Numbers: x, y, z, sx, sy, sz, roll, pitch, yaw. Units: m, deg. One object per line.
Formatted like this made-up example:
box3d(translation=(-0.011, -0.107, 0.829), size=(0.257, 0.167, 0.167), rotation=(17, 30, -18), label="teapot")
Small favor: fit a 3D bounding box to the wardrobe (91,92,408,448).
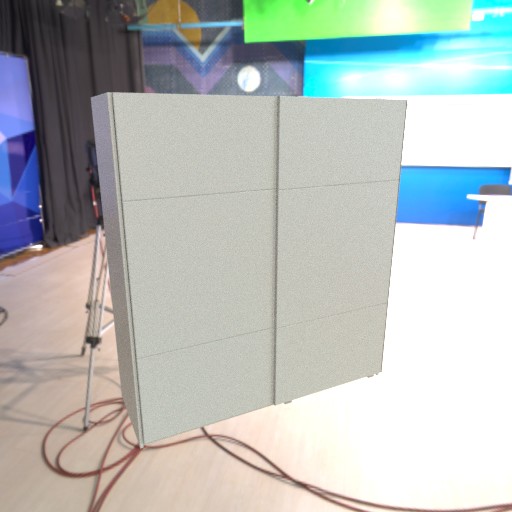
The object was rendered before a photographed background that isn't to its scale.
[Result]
box3d(translation=(0.000, 0.000, 2.910), size=(1.780, 1.960, 0.629), rotation=(-8, 19, -25), label="wardrobe")
